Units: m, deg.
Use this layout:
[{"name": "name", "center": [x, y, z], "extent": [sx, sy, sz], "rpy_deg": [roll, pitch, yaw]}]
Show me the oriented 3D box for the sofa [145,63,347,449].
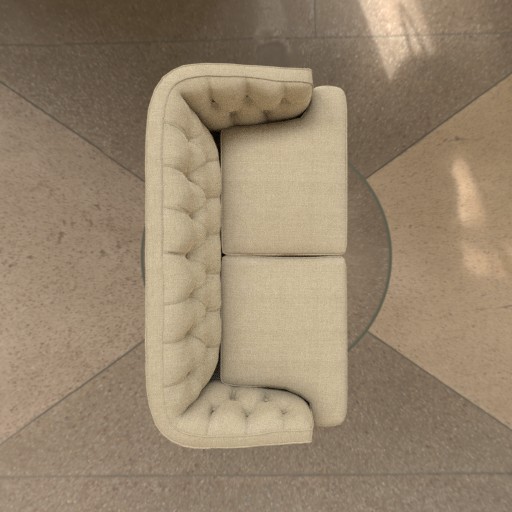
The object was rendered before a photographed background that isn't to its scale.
[{"name": "sofa", "center": [0.000, 0.000, 2.289], "extent": [0.941, 0.855, 1.733], "rpy_deg": [0, 90, 1]}]
